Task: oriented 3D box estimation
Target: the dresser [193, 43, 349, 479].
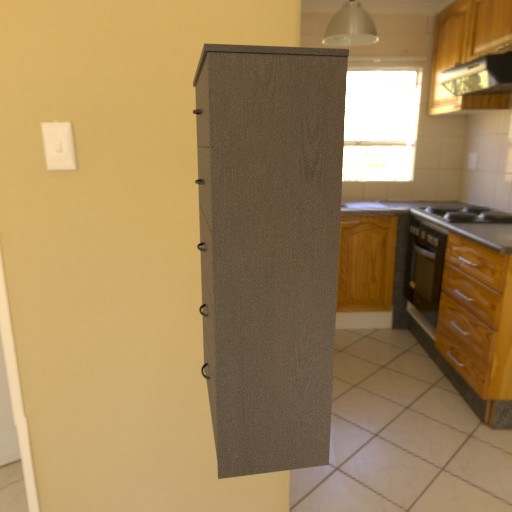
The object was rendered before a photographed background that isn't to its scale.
[{"bbox_3d":[0.000,0.000,1.596,0.418,1.254,0.704,-2,14,-10],"label":"dresser"}]
